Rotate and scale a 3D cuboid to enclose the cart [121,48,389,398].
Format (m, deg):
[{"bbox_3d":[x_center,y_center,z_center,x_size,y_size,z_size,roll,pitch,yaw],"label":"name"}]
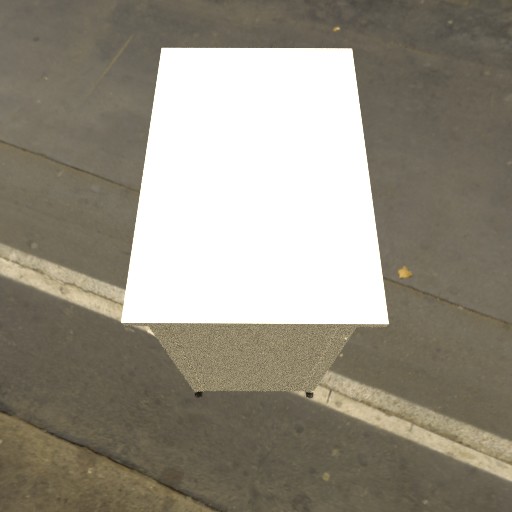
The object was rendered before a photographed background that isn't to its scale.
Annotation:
[{"bbox_3d":[0.000,0.000,1.271,0.442,0.864,0.683,0,63,0],"label":"cart"}]
